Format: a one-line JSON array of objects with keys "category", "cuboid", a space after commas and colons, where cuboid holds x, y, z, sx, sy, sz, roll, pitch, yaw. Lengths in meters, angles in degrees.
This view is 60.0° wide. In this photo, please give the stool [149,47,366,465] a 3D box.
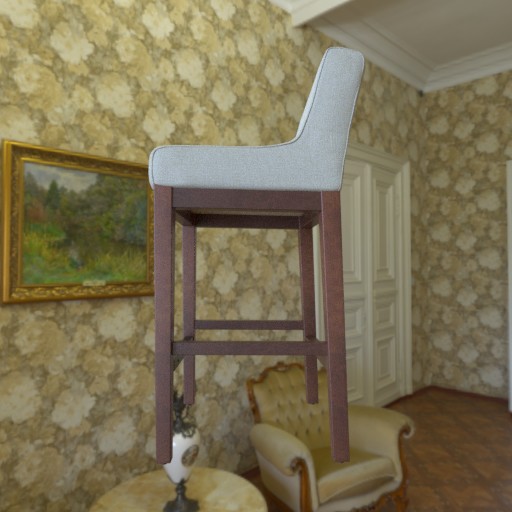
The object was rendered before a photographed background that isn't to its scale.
[{"category": "stool", "cuboid": [0.000, 0.000, 1.224, 0.500, 0.937, 0.511, 0, -2, -1]}]
